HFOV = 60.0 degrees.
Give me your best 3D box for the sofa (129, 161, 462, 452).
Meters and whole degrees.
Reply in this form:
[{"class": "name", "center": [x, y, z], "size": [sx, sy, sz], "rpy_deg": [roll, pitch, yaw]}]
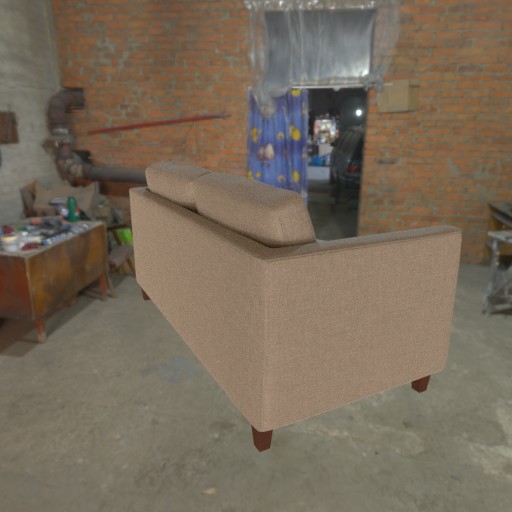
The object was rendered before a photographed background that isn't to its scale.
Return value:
[{"class": "sofa", "center": [0.000, 0.000, 2.416], "size": [0.951, 0.947, 1.884], "rpy_deg": [-8, 18, -26]}]
